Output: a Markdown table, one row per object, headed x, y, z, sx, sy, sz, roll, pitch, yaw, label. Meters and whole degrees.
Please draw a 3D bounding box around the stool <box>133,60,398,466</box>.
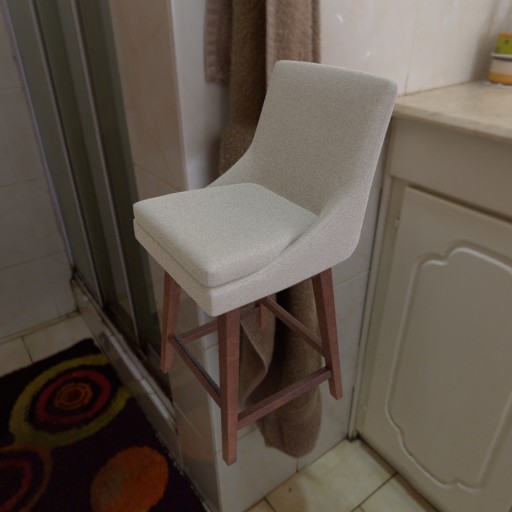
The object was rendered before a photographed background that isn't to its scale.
| x | y | z | sx | sy | sz | roll | pitch | yaw | label |
| --- | --- | --- | --- | --- | --- | --- | --- | --- | --- |
| 0.000 | 0.000 | 1.298 | 0.559 | 0.991 | 0.469 | -19 | 36 | -29 | stool |
